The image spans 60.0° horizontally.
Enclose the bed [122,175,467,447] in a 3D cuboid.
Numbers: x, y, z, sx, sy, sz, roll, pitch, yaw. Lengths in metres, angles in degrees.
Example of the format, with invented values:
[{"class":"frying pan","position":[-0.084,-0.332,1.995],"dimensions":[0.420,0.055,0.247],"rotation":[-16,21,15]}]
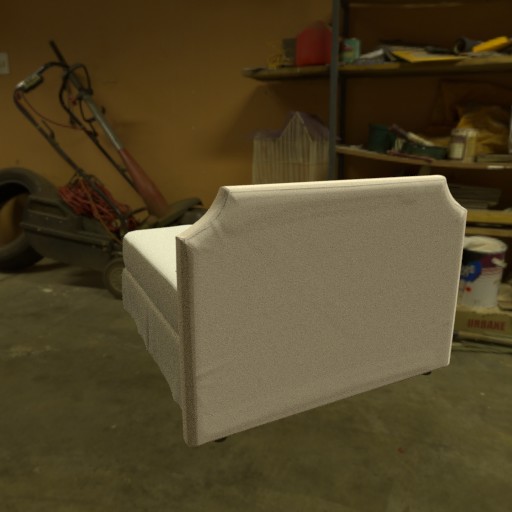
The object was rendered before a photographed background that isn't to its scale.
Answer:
[{"class":"bed","position":[0.000,0.000,3.326],"dimensions":[1.828,1.297,2.164],"rotation":[-7,17,-26]}]
